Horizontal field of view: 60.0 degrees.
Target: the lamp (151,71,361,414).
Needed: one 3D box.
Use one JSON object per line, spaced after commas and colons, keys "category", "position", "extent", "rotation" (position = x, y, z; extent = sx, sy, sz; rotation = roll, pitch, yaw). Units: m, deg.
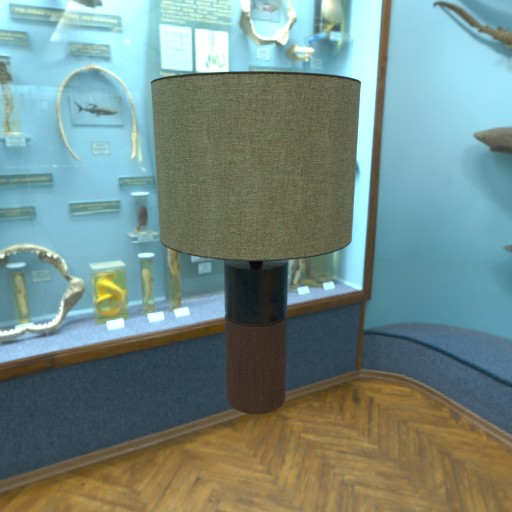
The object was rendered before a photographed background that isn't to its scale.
{"category": "lamp", "position": [0.000, 0.000, 0.483], "extent": [0.202, 0.350, 0.202], "rotation": [0, 16, 0]}
